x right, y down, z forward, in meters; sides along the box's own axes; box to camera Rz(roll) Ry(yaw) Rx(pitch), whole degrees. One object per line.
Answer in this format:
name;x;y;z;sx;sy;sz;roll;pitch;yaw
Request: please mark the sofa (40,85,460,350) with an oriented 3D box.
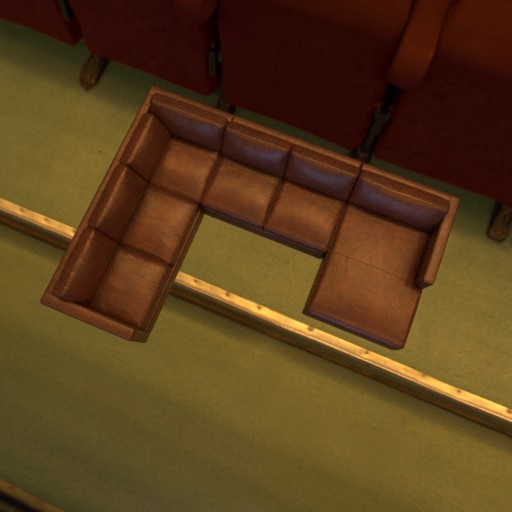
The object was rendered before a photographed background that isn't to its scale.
sofa;0.000;0.000;4.475;3.324;0.891;2.452;22;78;5
